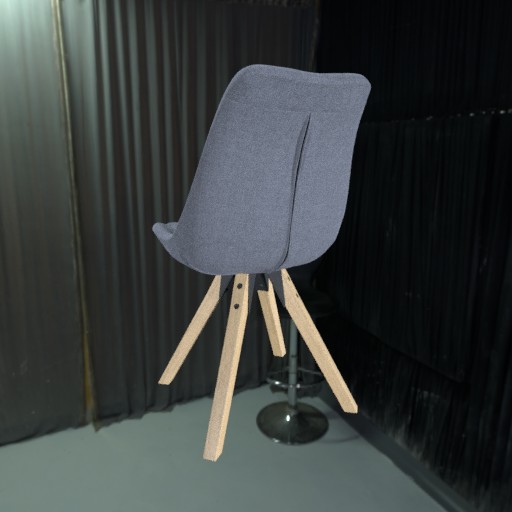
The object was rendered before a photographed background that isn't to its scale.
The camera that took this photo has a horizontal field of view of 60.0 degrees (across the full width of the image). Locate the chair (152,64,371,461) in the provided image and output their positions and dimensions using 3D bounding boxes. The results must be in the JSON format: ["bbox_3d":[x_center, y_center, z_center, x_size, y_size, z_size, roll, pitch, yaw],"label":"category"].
[{"bbox_3d":[0.000,0.000,1.175,0.485,0.850,0.550,-7,15,-27],"label":"chair"}]
